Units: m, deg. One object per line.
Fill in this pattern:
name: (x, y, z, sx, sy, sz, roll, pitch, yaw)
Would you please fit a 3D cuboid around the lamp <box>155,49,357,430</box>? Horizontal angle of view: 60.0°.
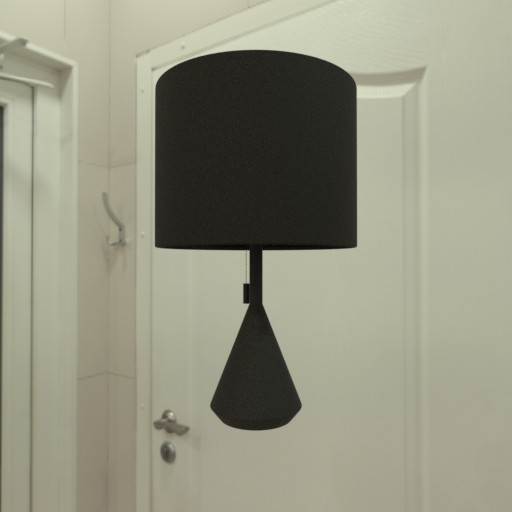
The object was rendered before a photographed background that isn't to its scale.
lamp: (0.000, 0.000, 0.806, 0.359, 0.584, 0.359, -1, -1, 36)
